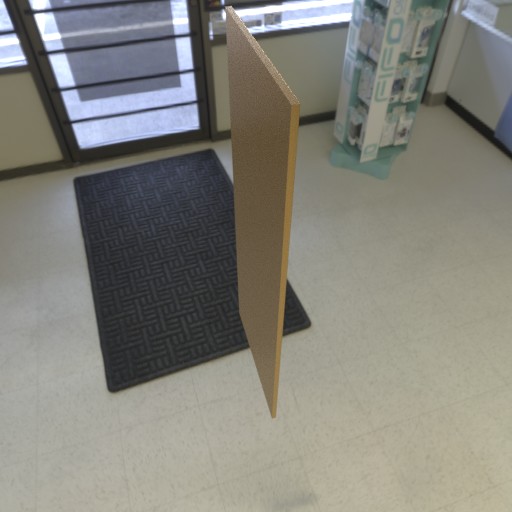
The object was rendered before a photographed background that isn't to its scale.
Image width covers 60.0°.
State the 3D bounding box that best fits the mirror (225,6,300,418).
[{"bbox_3d":[0.000,0.000,2.213,0.025,2.031,0.812,-11,48,-11],"label":"mirror"}]
